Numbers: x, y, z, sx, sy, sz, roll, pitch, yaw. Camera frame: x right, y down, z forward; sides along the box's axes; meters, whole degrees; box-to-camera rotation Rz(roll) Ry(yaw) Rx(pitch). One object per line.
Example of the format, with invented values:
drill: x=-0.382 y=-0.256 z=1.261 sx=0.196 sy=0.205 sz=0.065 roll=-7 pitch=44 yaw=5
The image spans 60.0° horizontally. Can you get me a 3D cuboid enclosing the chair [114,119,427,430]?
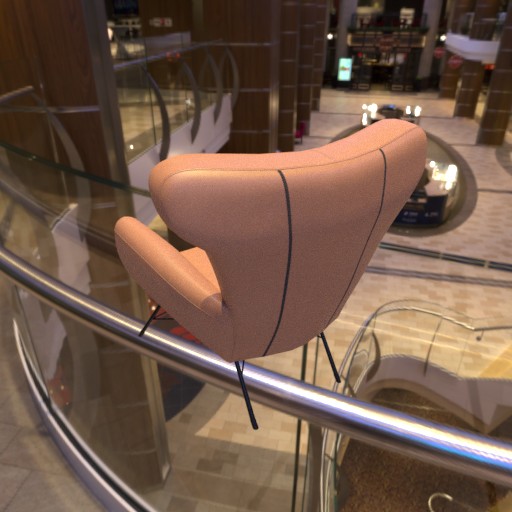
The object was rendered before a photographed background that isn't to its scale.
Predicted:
chair: x=0.000 y=0.000 z=1.758 sx=0.980 sy=1.050 sz=0.900 roll=-18 pitch=34 yaw=-29
